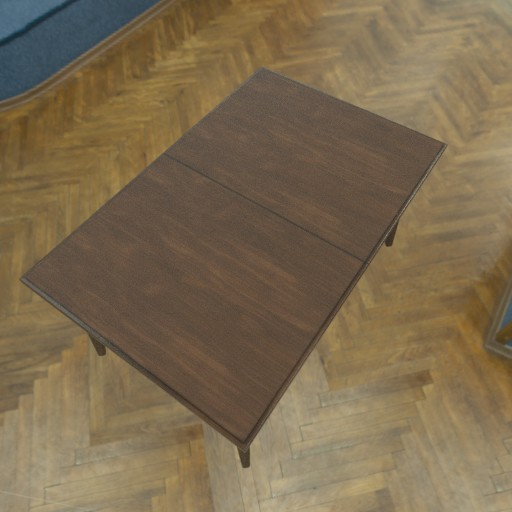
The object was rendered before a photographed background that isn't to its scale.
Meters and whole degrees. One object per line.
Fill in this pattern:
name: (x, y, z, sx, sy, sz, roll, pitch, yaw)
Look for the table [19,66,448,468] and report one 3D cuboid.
table: (0.000, 0.000, 2.071, 0.990, 0.761, 1.524, 30, 62, 18)
